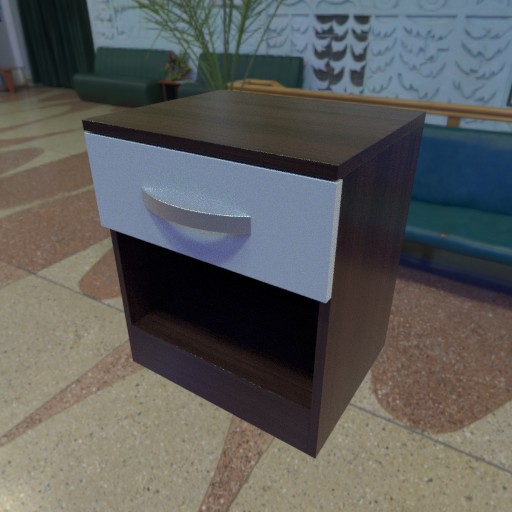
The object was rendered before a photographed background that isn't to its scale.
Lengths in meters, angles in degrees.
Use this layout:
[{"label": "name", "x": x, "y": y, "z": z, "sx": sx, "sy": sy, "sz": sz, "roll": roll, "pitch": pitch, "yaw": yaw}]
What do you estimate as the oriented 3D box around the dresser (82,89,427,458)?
[{"label": "dresser", "x": 0.000, "y": 0.000, "z": 0.768, "sx": 0.400, "sy": 0.470, "sz": 0.360, "roll": 18, "pitch": 33, "yaw": 29}]
